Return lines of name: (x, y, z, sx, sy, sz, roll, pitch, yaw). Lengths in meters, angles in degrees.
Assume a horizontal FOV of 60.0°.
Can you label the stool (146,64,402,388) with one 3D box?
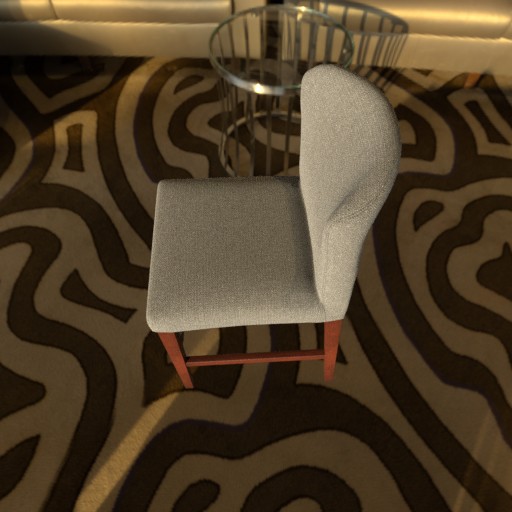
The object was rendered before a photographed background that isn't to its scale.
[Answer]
stool: (0.000, 0.000, 1.270, 0.568, 0.968, 0.479, -3, 56, -2)
